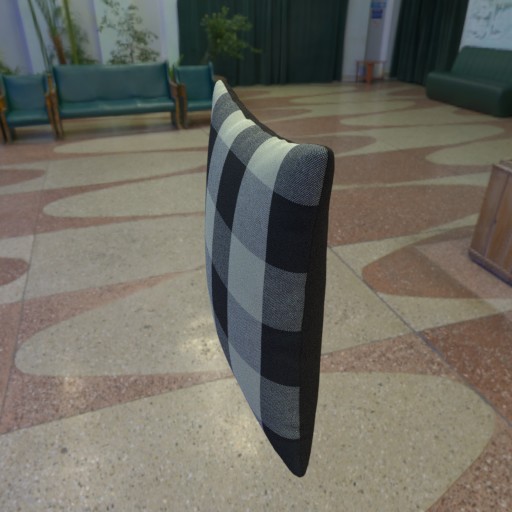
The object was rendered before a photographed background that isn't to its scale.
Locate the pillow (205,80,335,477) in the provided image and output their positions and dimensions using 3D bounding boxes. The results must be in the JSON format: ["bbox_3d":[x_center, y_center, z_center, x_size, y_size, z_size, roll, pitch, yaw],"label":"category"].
[{"bbox_3d":[0.000,0.000,0.766,0.161,0.509,0.511,-8,30,-14],"label":"pillow"}]
